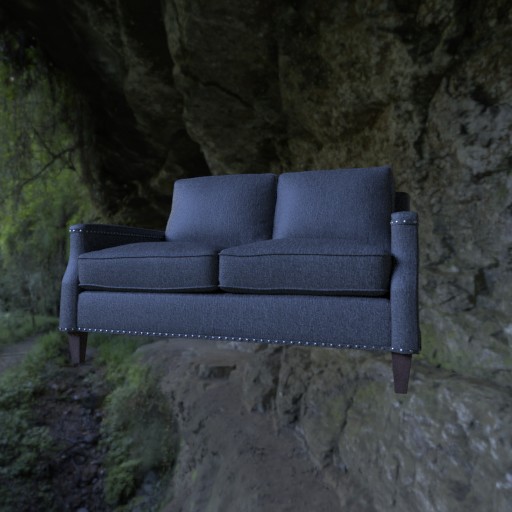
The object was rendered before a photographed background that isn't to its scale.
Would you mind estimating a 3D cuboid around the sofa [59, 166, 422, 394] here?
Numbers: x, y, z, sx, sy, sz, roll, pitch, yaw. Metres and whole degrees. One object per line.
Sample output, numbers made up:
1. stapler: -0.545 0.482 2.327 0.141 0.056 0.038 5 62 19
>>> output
1. sofa: 0.000 0.000 2.297 1.597 1.003 1.084 0 -1 19
